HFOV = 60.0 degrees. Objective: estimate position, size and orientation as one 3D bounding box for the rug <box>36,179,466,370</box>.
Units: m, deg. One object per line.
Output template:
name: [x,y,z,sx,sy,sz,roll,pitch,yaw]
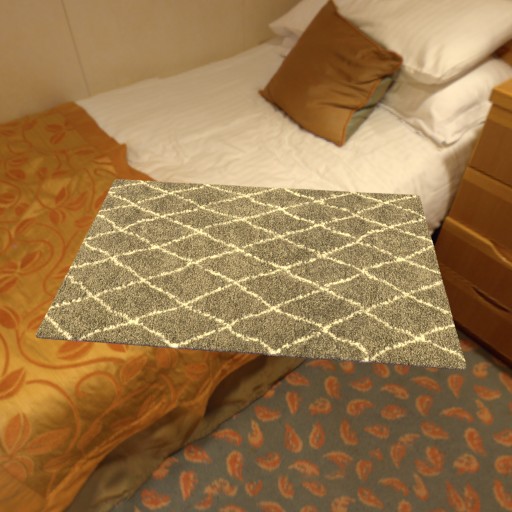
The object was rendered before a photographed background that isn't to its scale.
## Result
rug: [0.000,0.000,3.015,2.438,0.030,1.524,4,46,3]
